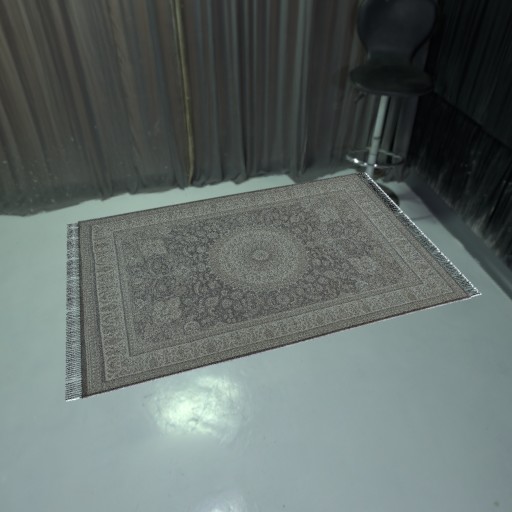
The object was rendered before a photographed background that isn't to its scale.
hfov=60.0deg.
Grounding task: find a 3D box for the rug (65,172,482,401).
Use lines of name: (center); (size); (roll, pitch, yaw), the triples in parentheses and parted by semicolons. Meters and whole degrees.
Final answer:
rug: (0.000, 0.000, 2.993); (2.440, 0.010, 1.528); (-12, 43, -13)
